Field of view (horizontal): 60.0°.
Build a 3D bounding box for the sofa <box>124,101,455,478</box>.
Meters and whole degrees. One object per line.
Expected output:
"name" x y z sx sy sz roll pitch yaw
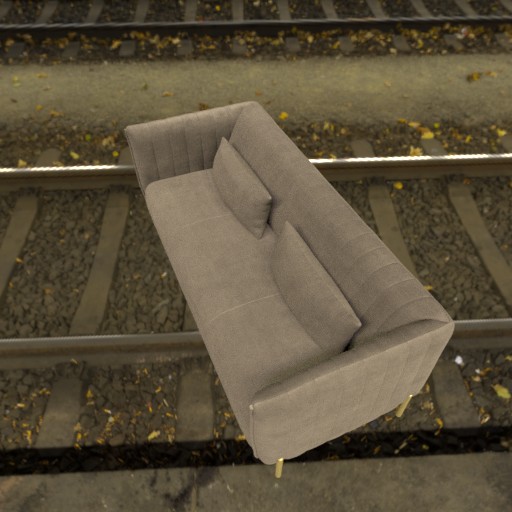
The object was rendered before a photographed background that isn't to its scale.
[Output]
"sofa" 0.000 0.000 2.431 0.876 0.780 1.980 -18 50 -16
